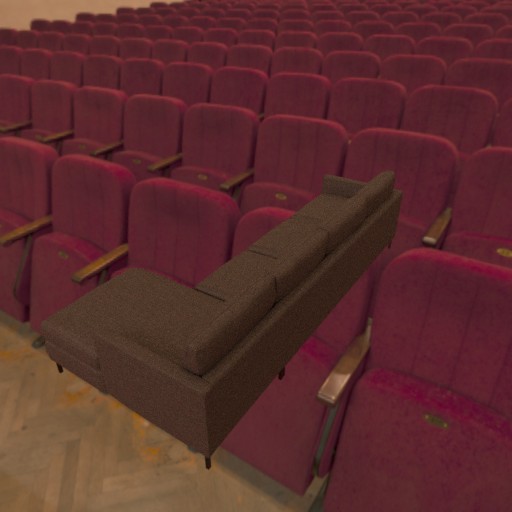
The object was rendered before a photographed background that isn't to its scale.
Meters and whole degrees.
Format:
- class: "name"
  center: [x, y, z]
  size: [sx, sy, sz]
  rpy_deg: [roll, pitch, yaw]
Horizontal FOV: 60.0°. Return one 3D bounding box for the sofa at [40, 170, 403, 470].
- class: "sofa"
  center: [0.000, 0.000, 3.820]
  size: [1.483, 0.892, 3.221]
  rpy_deg: [19, 36, 29]
